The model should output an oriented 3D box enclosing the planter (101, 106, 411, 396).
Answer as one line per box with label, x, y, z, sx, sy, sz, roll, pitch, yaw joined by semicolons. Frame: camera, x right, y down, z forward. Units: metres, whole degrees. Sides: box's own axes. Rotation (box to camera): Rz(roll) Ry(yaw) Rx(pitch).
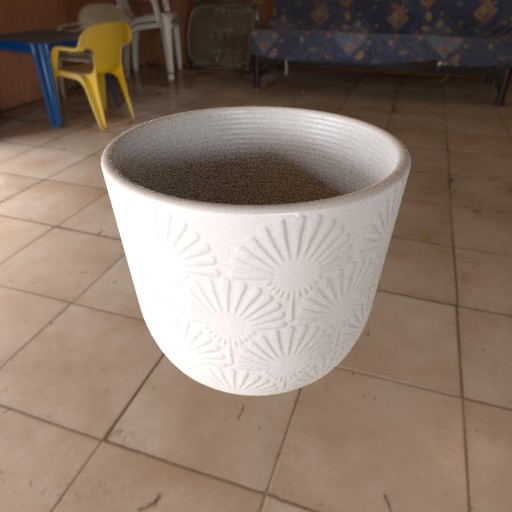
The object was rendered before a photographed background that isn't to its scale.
planter;0.000;0.000;0.292;0.170;0.152;0.170;0;33;0
